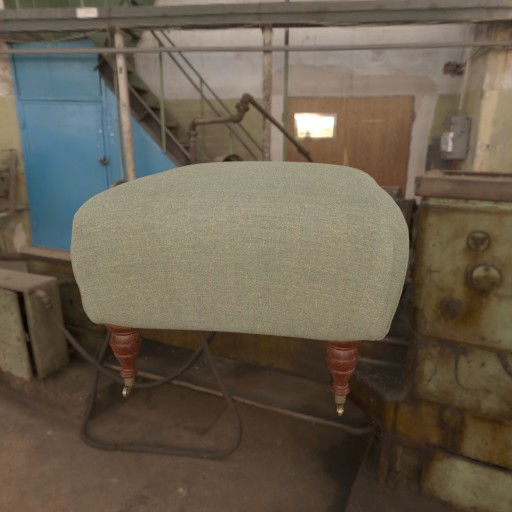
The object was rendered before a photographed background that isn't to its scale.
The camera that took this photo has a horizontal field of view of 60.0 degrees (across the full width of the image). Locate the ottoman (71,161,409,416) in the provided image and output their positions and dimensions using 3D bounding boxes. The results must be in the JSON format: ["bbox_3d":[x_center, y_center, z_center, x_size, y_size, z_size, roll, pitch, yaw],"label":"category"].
[{"bbox_3d":[0.000,0.000,1.115,0.622,0.450,0.747,2,16,8],"label":"ottoman"}]
